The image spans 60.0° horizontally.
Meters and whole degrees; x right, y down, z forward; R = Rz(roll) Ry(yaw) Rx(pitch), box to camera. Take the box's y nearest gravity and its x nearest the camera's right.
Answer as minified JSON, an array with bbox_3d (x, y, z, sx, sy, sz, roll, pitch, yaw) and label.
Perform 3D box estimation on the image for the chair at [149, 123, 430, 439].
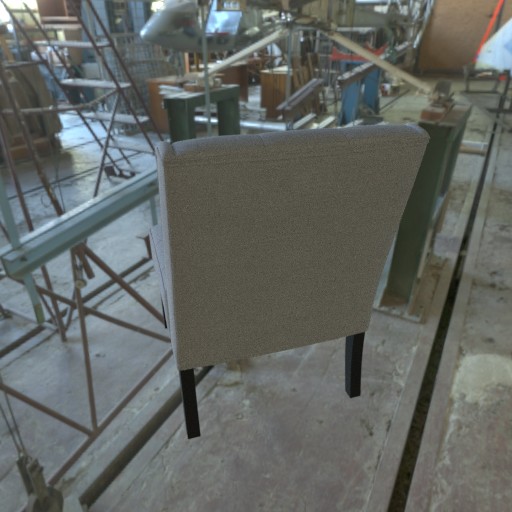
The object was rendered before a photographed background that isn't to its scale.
[{"bbox_3d":[0.000,0.000,1.309,0.569,0.853,0.676,-8,29,-15],"label":"chair"}]
